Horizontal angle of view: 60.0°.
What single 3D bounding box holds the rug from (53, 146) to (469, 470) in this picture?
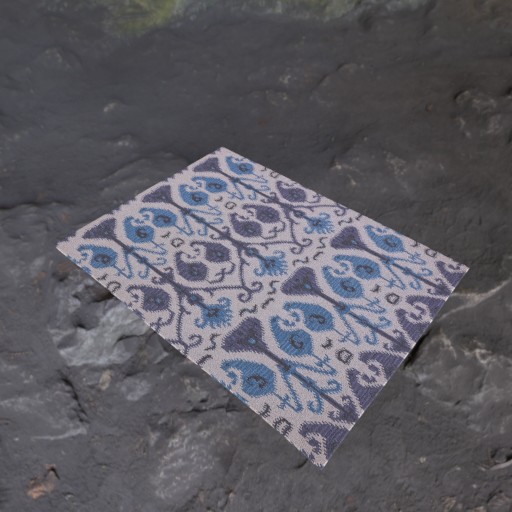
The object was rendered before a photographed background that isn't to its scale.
[{"bbox_3d":[0.000,0.000,2.976,2.261,0.013,1.676,32,53,27],"label":"rug"}]
